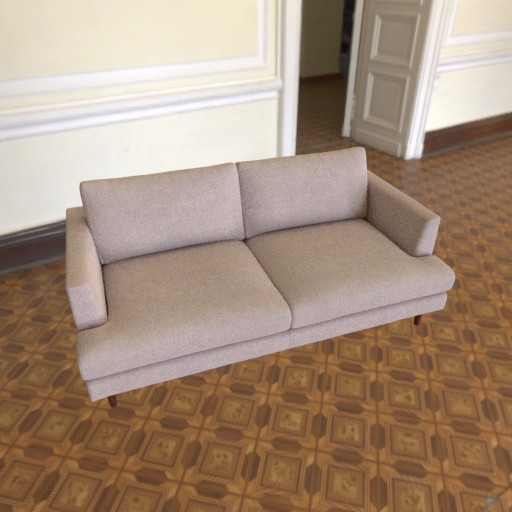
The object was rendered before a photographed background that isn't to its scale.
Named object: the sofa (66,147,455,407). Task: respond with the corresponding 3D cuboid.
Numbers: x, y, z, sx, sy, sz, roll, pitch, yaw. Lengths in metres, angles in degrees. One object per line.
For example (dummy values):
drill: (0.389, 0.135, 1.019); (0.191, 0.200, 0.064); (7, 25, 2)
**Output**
sofa: (0.000, 0.000, 2.501); (1.948, 0.868, 1.020); (-11, 34, -17)
